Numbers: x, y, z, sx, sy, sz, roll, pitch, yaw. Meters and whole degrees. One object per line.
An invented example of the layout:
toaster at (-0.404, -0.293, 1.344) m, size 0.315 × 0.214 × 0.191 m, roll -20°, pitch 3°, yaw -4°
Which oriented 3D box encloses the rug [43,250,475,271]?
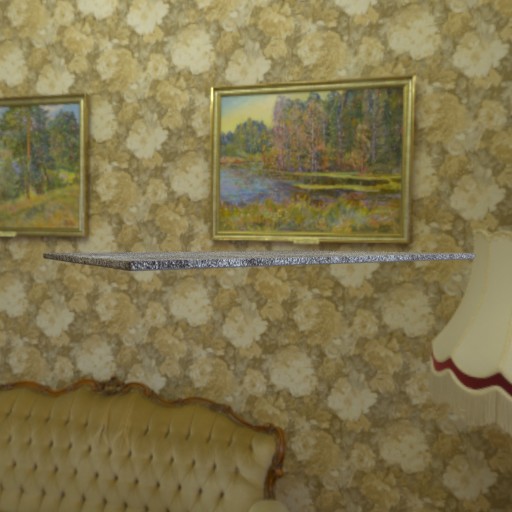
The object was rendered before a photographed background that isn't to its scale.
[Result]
rug at (0.000, 0.000, 2.044) m, size 1.601 × 0.025 × 1.198 m, roll -1°, pitch 2°, yaw -35°
